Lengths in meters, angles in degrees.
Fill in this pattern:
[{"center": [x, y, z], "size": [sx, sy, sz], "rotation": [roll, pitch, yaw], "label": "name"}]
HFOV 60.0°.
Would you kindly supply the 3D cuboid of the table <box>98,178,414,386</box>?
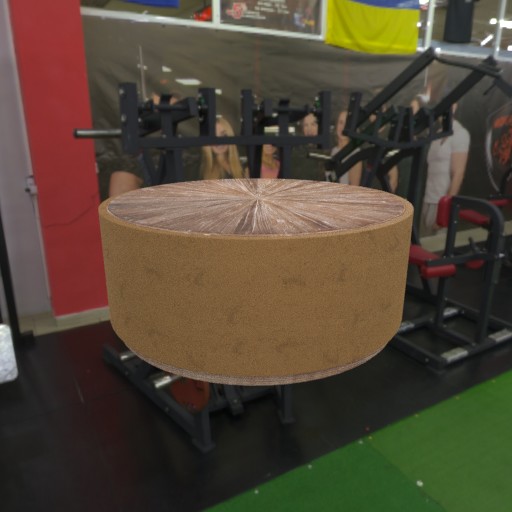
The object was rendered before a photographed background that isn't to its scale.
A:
[{"center": [0.000, 0.000, 1.544], "size": [1.001, 0.409, 1.001], "rotation": [0, 18, 0], "label": "table"}]
